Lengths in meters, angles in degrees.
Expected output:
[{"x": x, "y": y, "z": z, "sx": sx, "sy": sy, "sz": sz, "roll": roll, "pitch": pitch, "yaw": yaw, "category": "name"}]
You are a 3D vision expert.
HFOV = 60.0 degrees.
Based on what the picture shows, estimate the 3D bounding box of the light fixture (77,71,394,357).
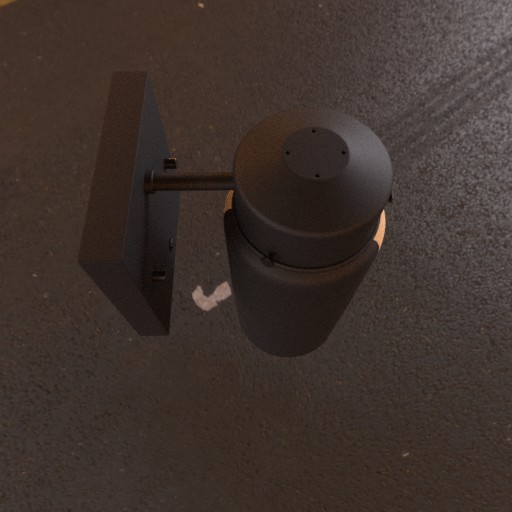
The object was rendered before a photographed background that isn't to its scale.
[{"x": 0.000, "y": 0.000, "z": 0.358, "sx": 0.176, "sy": 0.257, "sz": 0.130, "roll": 0, "pitch": 64, "yaw": 0, "category": "light fixture"}]
